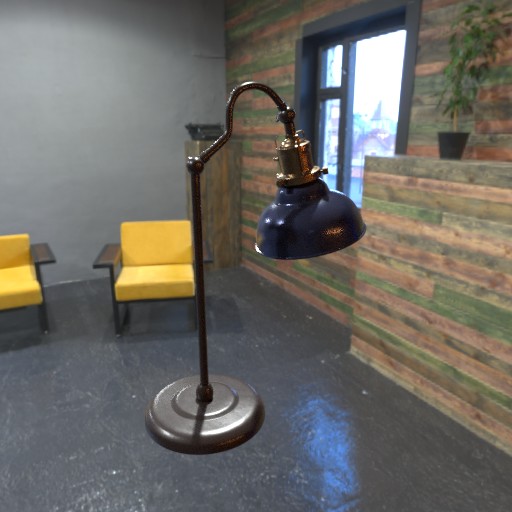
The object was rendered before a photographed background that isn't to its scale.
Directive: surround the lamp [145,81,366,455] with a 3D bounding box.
[{"bbox_3d":[0.000,0.000,0.691,0.374,0.508,0.192,-8,17,-26],"label":"lamp"}]
